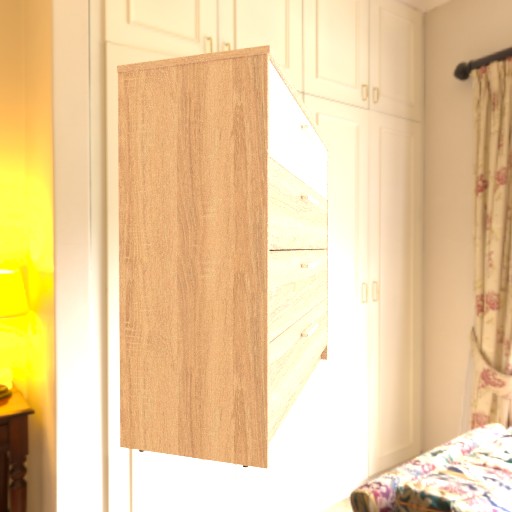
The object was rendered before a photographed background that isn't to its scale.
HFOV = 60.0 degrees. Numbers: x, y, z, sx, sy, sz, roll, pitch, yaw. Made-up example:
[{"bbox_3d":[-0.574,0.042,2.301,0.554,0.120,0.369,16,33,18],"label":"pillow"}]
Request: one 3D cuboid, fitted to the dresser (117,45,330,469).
[{"bbox_3d":[0.000,0.000,1.452,0.380,0.900,0.980,0,1,17],"label":"dresser"}]
